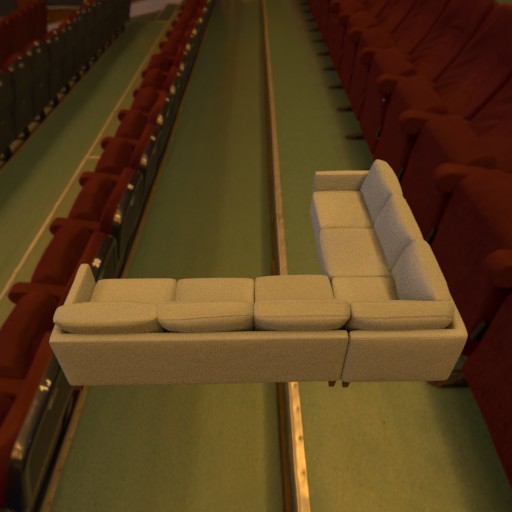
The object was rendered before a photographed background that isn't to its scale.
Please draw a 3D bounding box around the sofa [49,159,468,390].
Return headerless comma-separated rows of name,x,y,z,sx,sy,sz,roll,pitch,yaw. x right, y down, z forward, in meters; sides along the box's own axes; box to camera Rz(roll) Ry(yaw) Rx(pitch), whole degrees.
sofa,0.000,0.000,4.528,3.301,0.947,2.592,-1,41,-1
